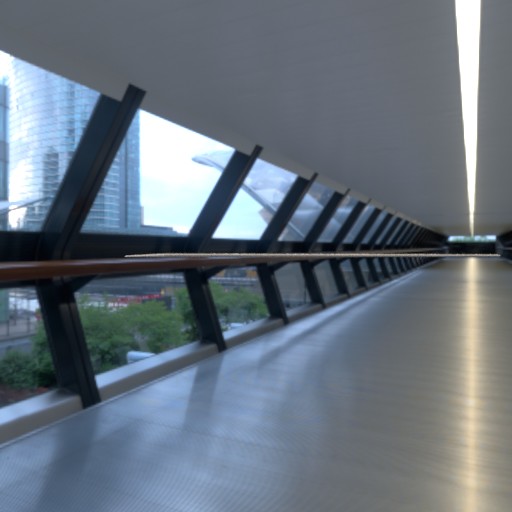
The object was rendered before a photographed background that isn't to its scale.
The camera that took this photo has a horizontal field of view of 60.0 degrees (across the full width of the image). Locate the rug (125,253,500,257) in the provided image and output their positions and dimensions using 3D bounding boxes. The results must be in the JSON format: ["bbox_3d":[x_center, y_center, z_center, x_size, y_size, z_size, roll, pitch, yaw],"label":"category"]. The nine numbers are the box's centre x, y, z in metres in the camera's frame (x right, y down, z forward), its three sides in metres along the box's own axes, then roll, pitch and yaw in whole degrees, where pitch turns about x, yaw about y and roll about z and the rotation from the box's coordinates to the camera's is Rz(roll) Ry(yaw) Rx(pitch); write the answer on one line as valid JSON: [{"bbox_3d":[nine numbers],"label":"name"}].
[{"bbox_3d":[0.000,0.000,2.937,1.536,0.012,2.431,0,0,-20],"label":"rug"}]
